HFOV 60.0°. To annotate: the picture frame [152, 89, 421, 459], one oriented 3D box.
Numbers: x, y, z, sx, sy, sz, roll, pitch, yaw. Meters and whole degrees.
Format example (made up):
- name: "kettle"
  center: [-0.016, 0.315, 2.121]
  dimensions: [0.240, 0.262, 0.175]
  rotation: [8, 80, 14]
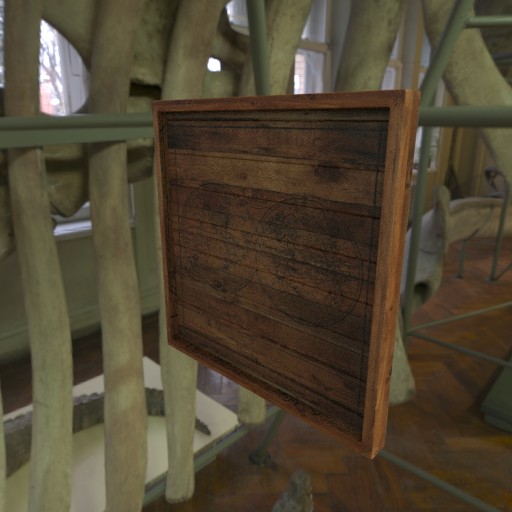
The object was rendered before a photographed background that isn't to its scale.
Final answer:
- name: "picture frame"
  center: [0.000, 0.000, 0.526]
  dimensions: [0.352, 0.356, 0.028]
  rotation: [16, 23, 41]
